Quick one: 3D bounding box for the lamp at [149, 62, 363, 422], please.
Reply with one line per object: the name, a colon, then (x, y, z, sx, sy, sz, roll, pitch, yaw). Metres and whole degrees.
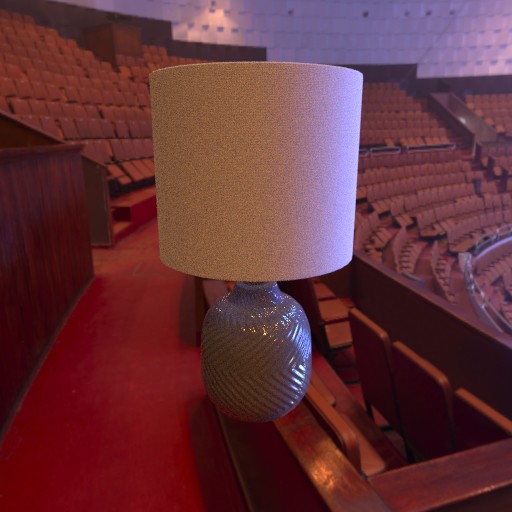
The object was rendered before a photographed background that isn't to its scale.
lamp: (0.000, 0.000, 0.488, 0.207, 0.366, 0.207, -7, 17, -25)
